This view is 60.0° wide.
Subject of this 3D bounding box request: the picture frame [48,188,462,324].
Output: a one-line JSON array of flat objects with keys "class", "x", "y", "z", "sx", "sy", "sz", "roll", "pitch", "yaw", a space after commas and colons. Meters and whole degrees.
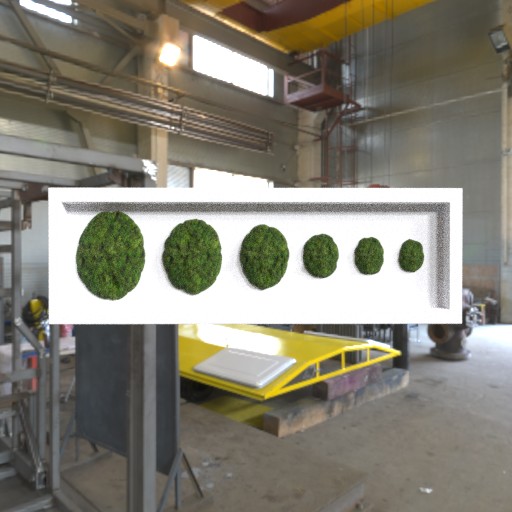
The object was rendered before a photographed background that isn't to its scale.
[{"class": "picture frame", "x": 0.000, "y": 0.000, "z": 0.838, "sx": 0.759, "sy": 0.250, "sz": 0.050, "roll": 0, "pitch": 0, "yaw": 0}]
